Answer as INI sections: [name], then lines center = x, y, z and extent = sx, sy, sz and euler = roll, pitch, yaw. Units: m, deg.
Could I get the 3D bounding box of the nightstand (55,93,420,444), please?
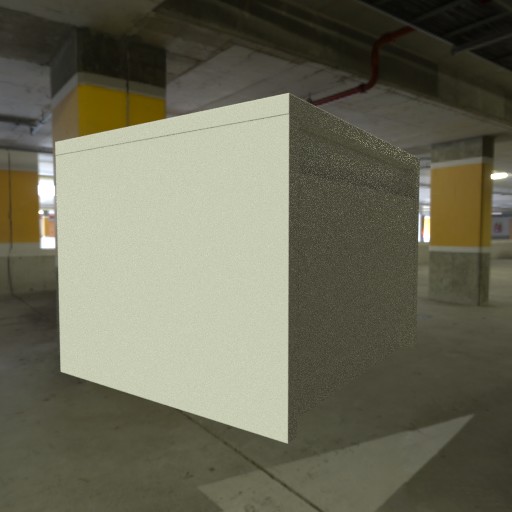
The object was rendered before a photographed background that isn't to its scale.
[nightstand]
center = 0.000, 0.000, 0.750
extent = 0.408, 0.351, 0.470
euler = 2, 4, 35
